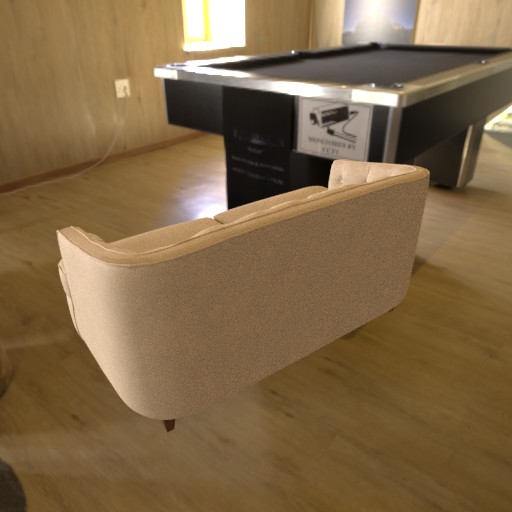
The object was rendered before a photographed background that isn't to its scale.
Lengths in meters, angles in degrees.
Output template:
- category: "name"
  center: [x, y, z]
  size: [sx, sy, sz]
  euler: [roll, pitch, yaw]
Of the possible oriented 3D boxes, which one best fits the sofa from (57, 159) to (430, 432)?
- category: "sofa"
  center: [0.000, 0.000, 2.263]
  size: [1.731, 0.878, 0.940]
  euler: [-20, 35, -31]
